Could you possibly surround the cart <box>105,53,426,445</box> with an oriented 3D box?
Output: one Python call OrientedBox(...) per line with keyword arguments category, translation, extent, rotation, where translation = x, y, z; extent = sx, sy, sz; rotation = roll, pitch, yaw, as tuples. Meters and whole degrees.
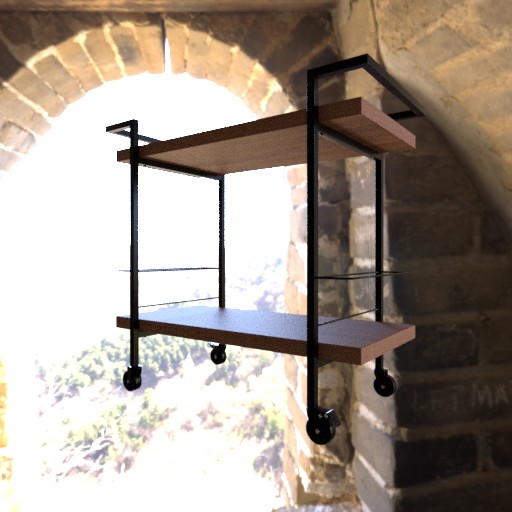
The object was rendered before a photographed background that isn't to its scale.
OrientedBox(category="cart", translation=(0.000, 0.000, 1.229), extent=(0.806, 0.762, 0.406), rotation=(0, 0, 36))
